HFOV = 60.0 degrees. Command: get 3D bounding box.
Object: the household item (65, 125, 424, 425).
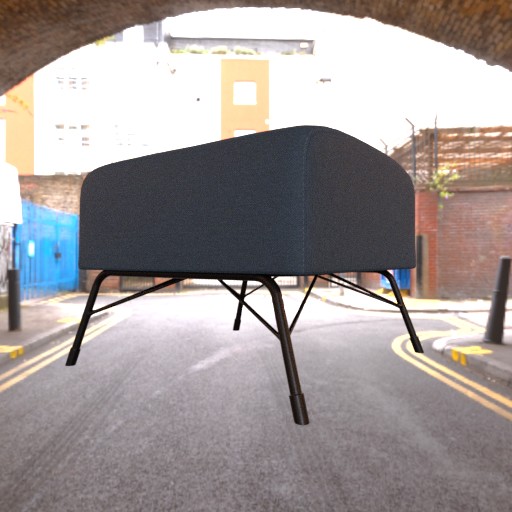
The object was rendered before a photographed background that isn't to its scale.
[{"bbox_3d":[0.000,0.000,0.911,0.530,0.420,0.530,0,0,36],"label":"household item"}]
